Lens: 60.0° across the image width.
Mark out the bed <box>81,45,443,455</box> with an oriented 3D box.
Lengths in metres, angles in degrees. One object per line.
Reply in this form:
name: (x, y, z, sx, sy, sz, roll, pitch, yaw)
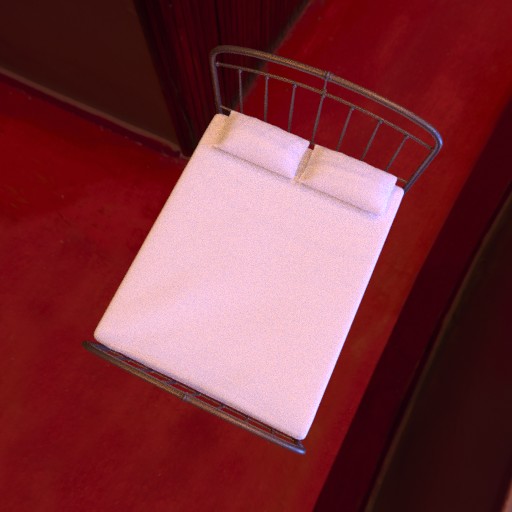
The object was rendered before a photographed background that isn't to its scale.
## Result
bed: (0.000, 0.000, 3.162, 1.711, 1.475, 2.168, 24, 76, 7)
